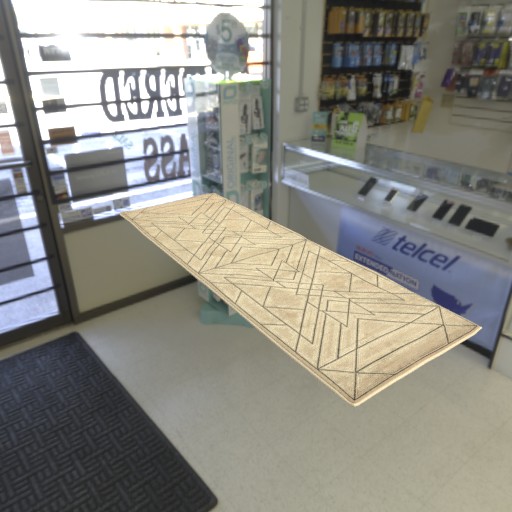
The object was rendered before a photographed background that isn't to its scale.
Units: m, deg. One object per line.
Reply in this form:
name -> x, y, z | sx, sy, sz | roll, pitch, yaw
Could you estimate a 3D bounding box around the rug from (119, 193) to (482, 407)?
rug -> 0.000, 0.000, 2.653 | 0.831, 0.036, 2.381 | -17, 31, -31
